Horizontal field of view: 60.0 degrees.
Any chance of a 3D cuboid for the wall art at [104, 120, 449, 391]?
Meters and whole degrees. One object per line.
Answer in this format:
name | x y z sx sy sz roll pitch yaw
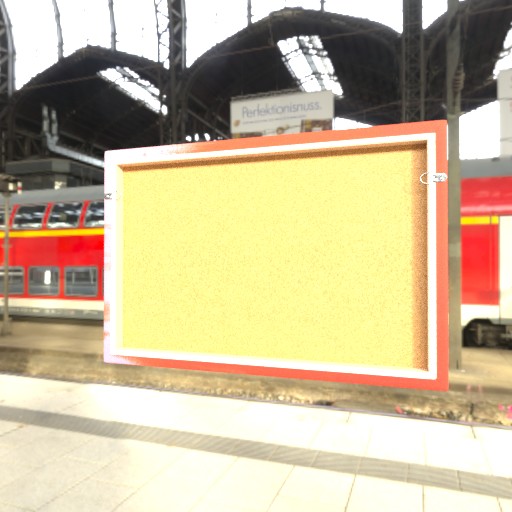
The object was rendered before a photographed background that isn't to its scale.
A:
wall art | 0.000 0.000 1.147 0.913 0.609 0.040 0 -1 18
